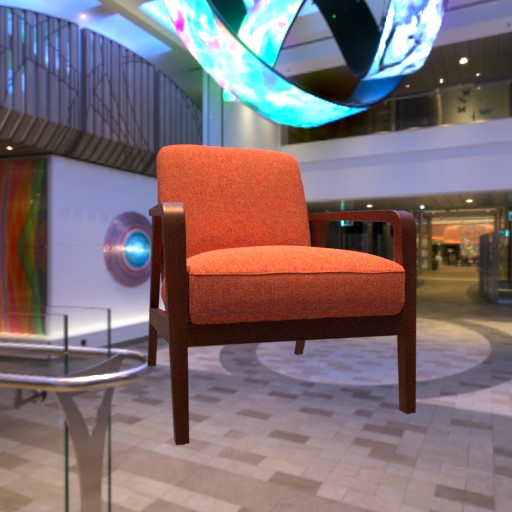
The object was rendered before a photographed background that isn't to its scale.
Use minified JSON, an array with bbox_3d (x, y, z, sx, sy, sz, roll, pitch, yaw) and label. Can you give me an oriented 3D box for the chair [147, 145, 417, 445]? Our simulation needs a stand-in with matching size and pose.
[{"bbox_3d":[0.000,0.000,1.531,0.719,0.890,0.860,0,0,-18],"label":"chair"}]
